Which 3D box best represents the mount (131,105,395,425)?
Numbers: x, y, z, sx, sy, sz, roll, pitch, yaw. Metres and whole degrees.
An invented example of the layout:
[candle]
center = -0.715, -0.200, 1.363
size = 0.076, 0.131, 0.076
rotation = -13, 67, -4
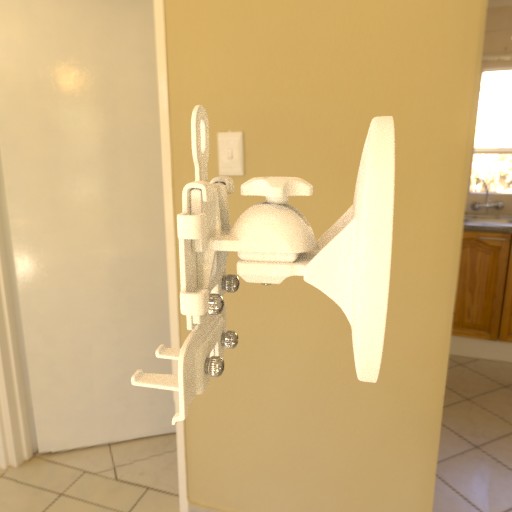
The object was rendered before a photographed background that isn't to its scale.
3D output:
[mount]
center = 0.000, 0.000, 0.181
size = 0.100, 0.118, 0.066
rotation = 2, 13, 10
